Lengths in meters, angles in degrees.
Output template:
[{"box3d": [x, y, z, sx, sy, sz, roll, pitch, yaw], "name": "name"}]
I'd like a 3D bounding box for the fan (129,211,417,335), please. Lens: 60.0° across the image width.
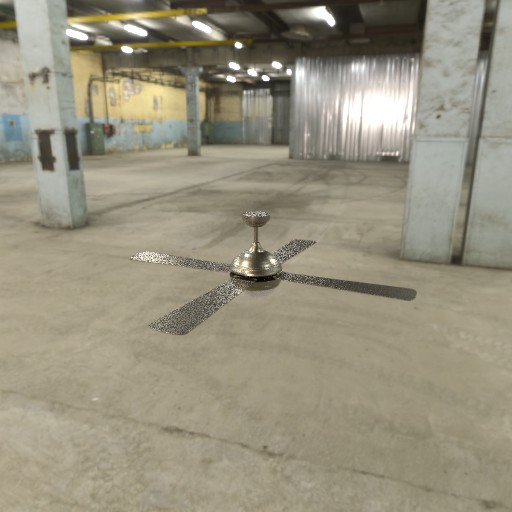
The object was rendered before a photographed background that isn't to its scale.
[{"box3d": [0.000, 0.000, 1.992, 1.321, 0.381, 1.321, -14, 21, -42], "name": "fan"}]
